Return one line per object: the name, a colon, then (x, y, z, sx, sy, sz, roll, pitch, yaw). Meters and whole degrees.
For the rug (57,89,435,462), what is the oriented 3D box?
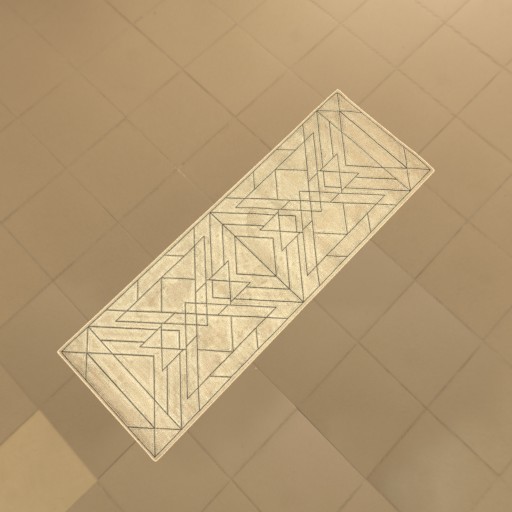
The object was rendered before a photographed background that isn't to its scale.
rug: (0.000, 0.000, 2.644, 0.831, 0.036, 2.381, 44, 80, 10)
